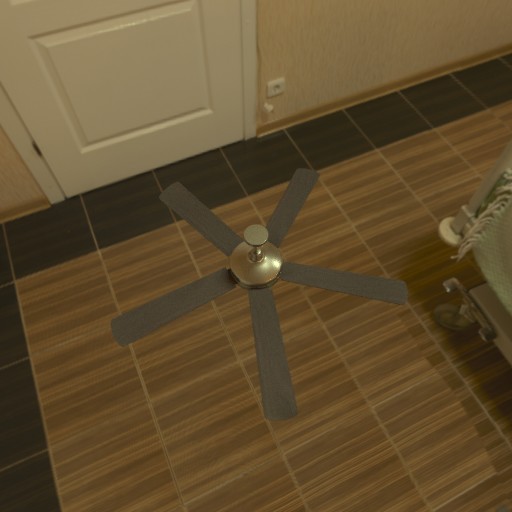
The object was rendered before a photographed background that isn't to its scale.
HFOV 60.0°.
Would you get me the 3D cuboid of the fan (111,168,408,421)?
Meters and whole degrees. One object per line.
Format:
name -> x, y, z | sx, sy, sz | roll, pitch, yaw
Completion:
fan -> 0.000, 0.000, 2.026 | 1.321, 0.356, 1.321 | 32, 64, 18
